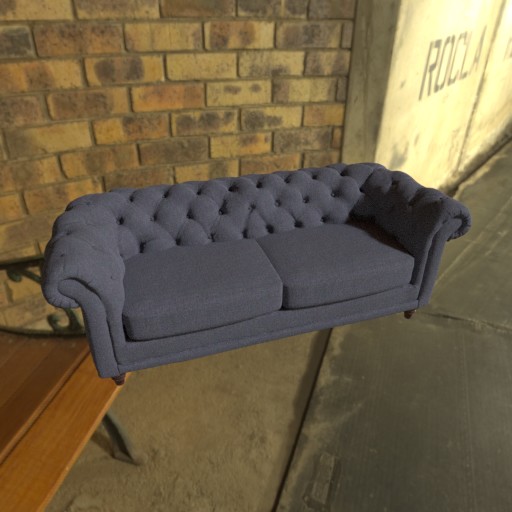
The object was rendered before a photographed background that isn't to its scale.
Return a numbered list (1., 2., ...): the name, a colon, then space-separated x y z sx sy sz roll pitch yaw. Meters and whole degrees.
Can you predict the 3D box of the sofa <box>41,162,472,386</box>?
1. sofa: 0.000 0.000 2.804 2.335 0.836 1.046 -9 31 -16
